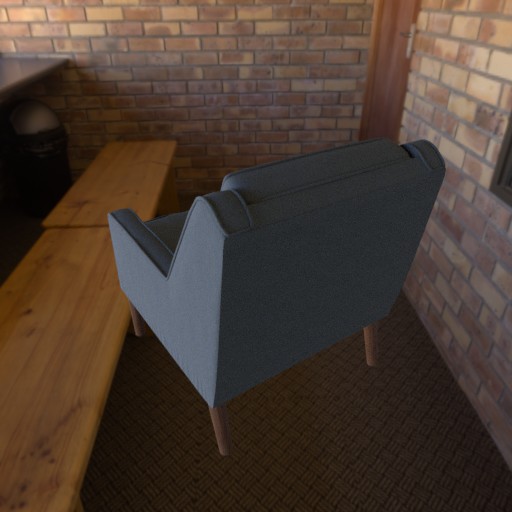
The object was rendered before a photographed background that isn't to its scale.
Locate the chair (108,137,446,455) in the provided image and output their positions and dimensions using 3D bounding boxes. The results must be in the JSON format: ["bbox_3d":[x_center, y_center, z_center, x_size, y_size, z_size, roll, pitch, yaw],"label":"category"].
[{"bbox_3d":[0.000,0.000,1.350,0.663,0.780,0.733,-20,36,-30],"label":"chair"}]
